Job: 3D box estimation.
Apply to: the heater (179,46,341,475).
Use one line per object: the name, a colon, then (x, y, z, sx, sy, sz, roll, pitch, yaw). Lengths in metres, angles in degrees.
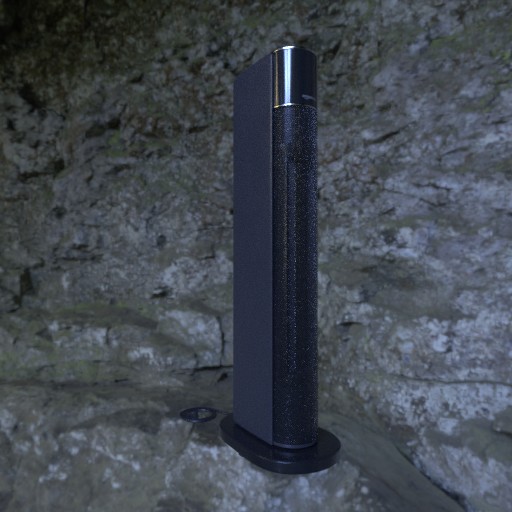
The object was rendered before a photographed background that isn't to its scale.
heater: (0.000, 0.000, 1.058, 0.214, 0.856, 0.458, 0, -1, -35)
